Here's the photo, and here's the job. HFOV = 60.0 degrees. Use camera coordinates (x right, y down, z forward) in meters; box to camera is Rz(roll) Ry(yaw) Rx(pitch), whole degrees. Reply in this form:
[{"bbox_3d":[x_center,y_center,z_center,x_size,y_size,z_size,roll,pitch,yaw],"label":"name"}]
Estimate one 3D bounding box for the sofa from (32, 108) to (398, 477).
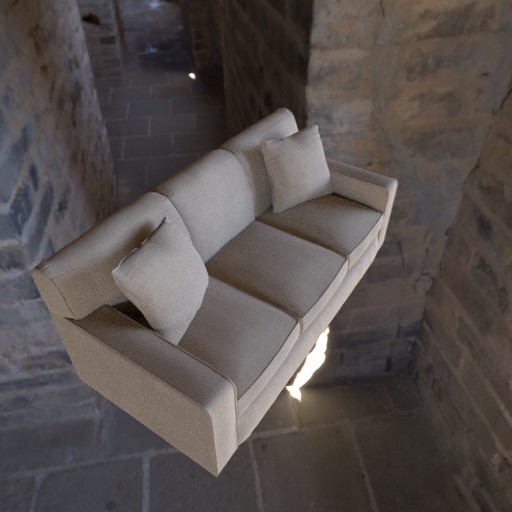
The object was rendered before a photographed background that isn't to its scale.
[{"bbox_3d":[0.000,0.000,2.573,0.997,0.958,2.024,24,46,25],"label":"sofa"}]
